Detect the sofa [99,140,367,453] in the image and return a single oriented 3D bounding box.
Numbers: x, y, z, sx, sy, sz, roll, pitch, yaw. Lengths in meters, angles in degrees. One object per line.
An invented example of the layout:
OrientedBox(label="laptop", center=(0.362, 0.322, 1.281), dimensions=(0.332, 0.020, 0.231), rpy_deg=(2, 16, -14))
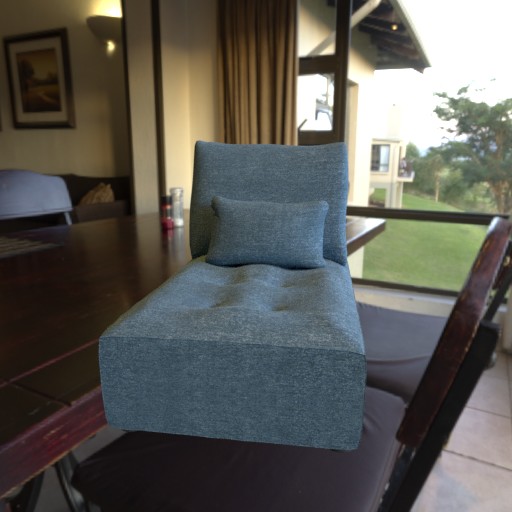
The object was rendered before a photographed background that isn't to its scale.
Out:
OrientedBox(label="sofa", center=(0.000, 0.000, 1.578), dimensions=(0.700, 0.820, 1.000), rpy_deg=(2, 13, 8))
